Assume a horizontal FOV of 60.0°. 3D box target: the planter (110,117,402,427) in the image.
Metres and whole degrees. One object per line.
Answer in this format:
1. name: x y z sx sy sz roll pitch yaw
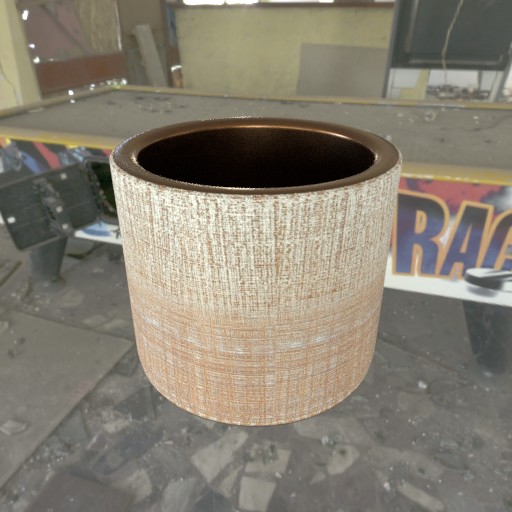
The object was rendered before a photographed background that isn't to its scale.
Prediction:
1. planter: 0.000 0.000 0.190 0.109 0.096 0.109 0 29 0
